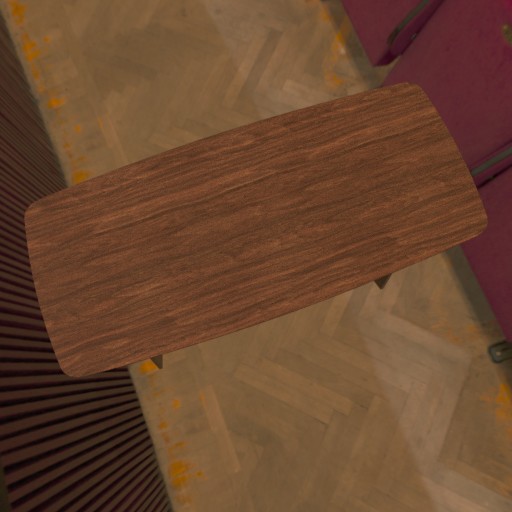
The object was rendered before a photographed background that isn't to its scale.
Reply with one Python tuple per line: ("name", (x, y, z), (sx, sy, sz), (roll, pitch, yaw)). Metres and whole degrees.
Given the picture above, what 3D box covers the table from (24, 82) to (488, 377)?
("table", (0.000, 0.000, 1.075), (0.804, 0.576, 0.361), (-19, 77, -5))
